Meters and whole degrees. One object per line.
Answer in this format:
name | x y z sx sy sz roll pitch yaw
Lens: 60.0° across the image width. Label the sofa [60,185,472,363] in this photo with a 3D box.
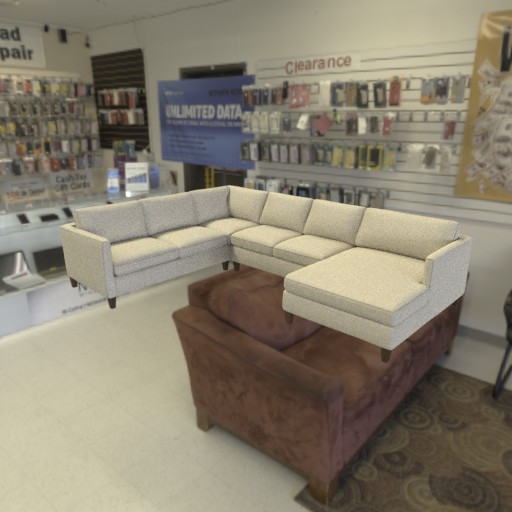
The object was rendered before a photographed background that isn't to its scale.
sofa | 0.000 0.000 4.544 3.403 0.889 2.551 16 24 41
